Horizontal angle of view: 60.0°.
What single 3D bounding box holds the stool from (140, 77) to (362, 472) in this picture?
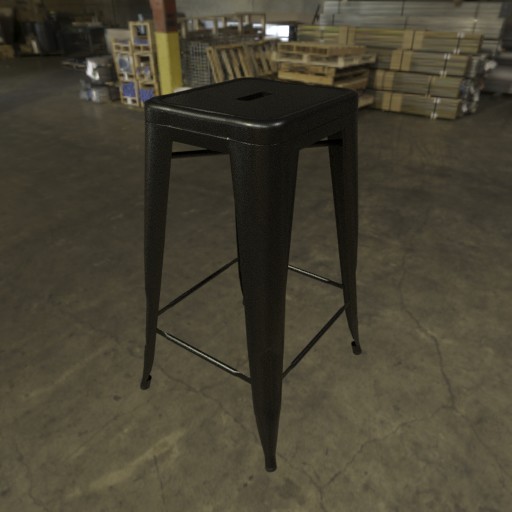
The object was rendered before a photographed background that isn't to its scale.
[{"bbox_3d":[0.000,0.000,0.873,0.359,0.609,0.399,20,36,30],"label":"stool"}]
